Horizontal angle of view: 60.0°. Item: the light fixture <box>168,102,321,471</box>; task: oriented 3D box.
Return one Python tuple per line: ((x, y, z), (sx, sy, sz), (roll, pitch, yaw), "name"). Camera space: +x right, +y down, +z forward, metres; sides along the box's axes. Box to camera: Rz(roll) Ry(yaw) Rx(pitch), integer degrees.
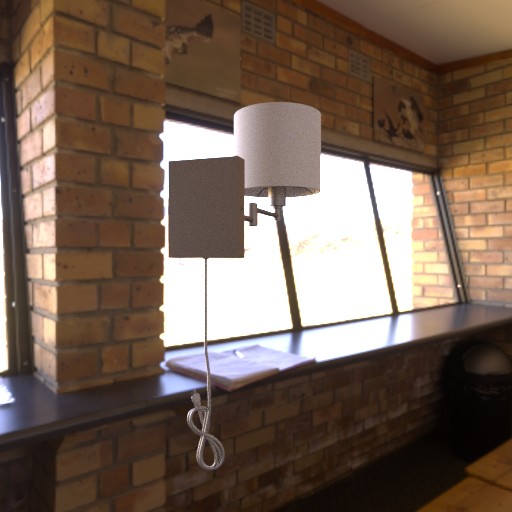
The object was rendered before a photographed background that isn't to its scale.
((0.000, 0.000, 0.893), (0.203, 0.651, 0.516), (0, 0, 19), "light fixture")
